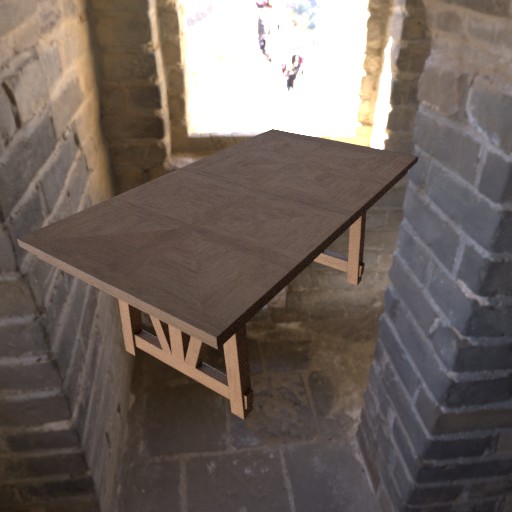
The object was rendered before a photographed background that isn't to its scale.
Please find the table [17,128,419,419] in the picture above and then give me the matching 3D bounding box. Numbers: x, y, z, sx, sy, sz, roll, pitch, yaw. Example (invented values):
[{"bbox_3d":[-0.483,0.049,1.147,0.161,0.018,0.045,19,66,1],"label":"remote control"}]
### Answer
[{"bbox_3d":[0.000,0.000,2.379,1.016,0.768,1.881,20,37,29],"label":"table"}]
